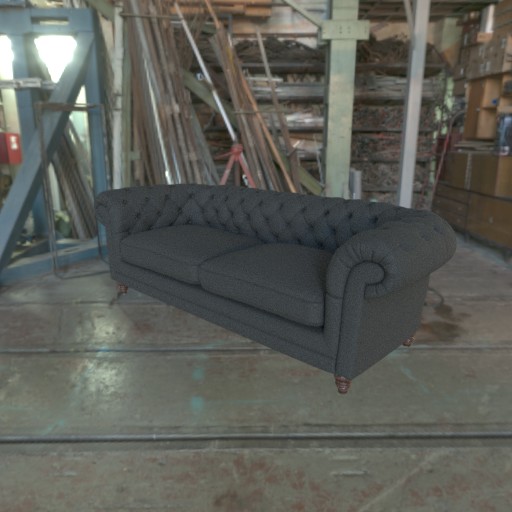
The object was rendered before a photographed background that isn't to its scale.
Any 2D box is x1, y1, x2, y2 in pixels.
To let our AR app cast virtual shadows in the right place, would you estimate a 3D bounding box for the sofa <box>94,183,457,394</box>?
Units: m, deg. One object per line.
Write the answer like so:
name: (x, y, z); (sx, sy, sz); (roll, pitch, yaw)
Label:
sofa: (0.000, 0.000, 2.808); (2.362, 0.762, 0.991); (14, 21, 42)
